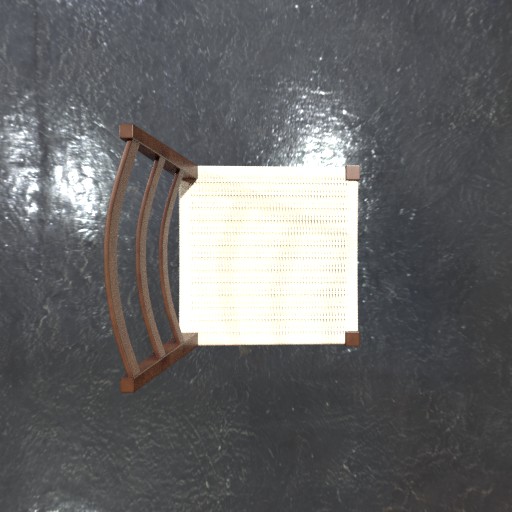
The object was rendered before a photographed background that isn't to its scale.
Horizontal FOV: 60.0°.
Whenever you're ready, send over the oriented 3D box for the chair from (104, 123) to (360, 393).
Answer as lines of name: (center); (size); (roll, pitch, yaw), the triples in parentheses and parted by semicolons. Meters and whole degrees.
chair: (0.000, 0.000, 1.175); (0.551, 0.813, 0.480); (0, 91, -1)
